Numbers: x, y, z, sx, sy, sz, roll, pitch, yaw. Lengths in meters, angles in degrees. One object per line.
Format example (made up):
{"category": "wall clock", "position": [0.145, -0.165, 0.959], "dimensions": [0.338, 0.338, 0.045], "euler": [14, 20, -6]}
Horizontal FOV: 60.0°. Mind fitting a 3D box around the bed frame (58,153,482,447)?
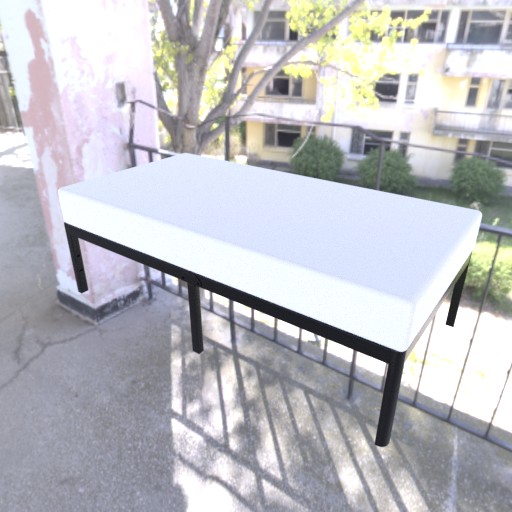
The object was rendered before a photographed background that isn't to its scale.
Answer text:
{"category": "bed frame", "position": [0.000, 0.000, 2.399], "dimensions": [1.950, 0.659, 1.023], "euler": [18, 32, 32]}
